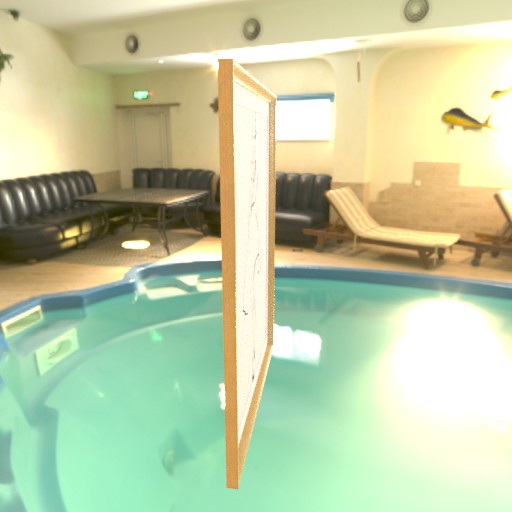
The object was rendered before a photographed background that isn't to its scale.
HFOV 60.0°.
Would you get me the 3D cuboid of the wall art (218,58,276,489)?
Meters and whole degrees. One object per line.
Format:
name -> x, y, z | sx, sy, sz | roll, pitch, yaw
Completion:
wall art -> 0.000, 0.000, 1.368 | 0.030, 1.002, 0.798 | 2, 15, 8
